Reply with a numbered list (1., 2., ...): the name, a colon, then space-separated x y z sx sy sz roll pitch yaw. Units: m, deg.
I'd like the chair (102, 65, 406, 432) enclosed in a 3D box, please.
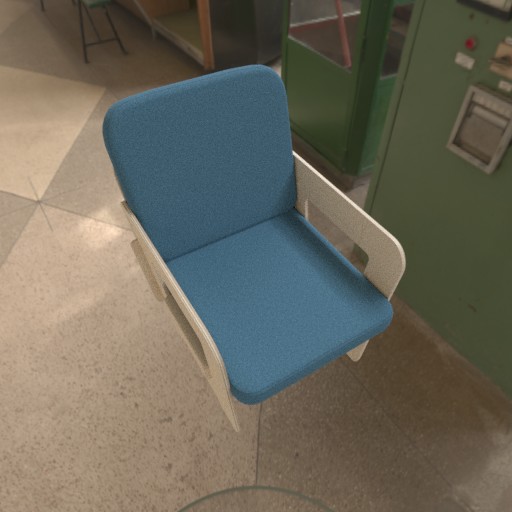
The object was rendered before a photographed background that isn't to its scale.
1. chair: 0.000 0.000 1.197 0.547 0.747 0.657 -24 51 -21
